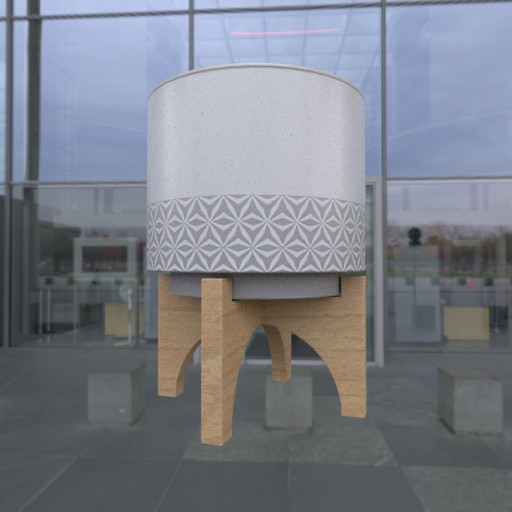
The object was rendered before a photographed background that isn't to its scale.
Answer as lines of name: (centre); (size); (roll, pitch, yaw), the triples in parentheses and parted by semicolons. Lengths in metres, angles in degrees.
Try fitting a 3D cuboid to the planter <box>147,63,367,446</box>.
planter: (0.000, 0.000, 0.392); (0.188, 0.260, 0.188); (0, -1, 0)
